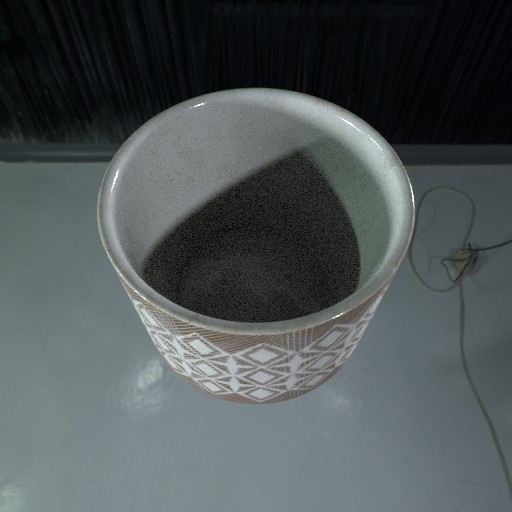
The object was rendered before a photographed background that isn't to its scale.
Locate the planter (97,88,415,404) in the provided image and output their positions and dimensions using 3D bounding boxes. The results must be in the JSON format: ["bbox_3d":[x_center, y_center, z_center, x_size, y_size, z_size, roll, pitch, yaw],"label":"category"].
[{"bbox_3d":[0.000,0.000,0.223,0.126,0.104,0.126,0,58,0],"label":"planter"}]
